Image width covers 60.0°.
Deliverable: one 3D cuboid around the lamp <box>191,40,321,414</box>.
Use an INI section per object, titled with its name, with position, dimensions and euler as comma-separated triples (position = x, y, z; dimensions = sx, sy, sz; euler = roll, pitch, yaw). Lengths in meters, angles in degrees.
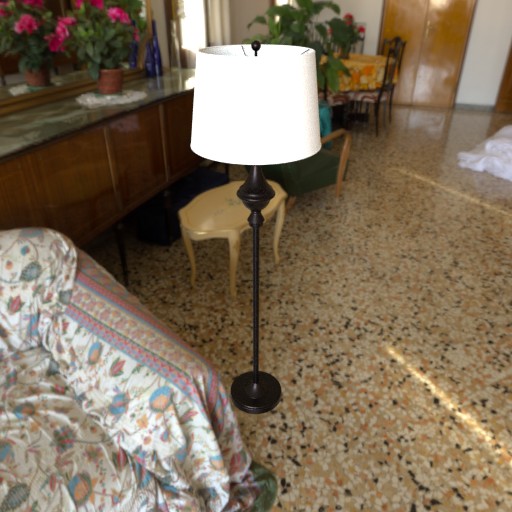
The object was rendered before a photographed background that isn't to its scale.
[lamp]
position = 0.000, 0.000, 1.691
dimensions = 0.431, 1.484, 0.431
euler = 0, 30, 0
